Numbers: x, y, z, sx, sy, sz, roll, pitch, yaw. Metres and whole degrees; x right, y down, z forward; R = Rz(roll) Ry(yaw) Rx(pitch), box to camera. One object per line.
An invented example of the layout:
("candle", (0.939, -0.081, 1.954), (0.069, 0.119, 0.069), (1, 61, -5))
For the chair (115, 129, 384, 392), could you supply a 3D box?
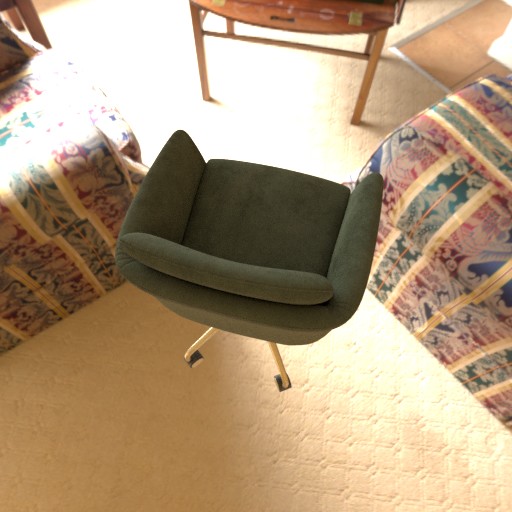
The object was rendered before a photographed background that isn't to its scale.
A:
("chair", (0.000, 0.000, 1.383), (0.641, 0.908, 0.635), (13, 64, 7))
